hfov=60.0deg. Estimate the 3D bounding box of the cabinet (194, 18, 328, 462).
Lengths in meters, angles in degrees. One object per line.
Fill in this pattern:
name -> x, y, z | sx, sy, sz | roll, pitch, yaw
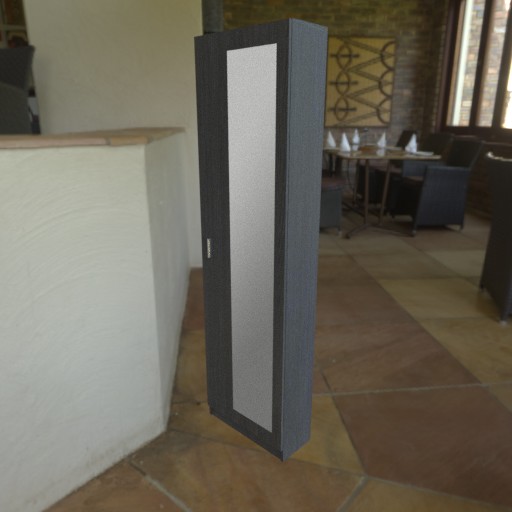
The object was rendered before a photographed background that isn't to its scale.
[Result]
cabinet -> 0.000, 0.000, 1.953 | 0.500, 1.790, 0.230 | 15, 23, 41
